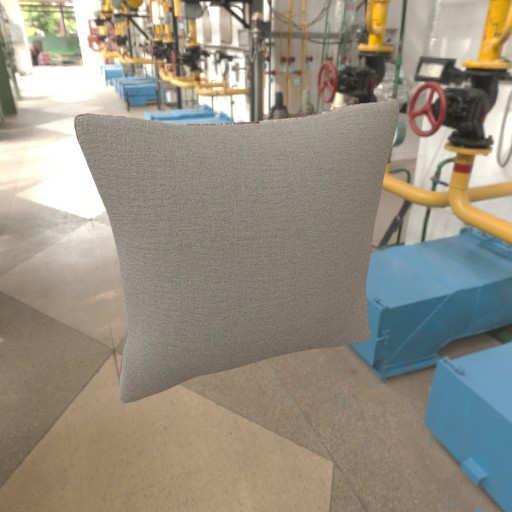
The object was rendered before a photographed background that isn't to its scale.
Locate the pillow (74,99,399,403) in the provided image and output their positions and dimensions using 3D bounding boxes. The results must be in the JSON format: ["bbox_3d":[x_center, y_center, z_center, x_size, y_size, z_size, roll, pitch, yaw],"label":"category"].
[{"bbox_3d":[0.000,0.000,0.644,0.437,0.419,0.136,-9,28,-19],"label":"pillow"}]
